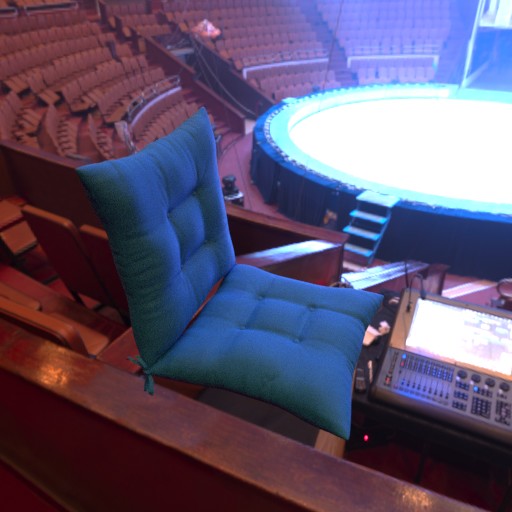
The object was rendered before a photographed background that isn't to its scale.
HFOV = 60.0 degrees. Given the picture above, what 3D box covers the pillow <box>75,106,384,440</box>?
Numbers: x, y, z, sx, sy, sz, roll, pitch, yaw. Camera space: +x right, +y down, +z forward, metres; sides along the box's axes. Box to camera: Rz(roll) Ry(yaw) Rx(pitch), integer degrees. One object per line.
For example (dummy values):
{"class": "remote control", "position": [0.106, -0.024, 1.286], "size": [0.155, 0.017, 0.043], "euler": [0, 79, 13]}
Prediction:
{"class": "pillow", "position": [0.000, 0.000, 1.036], "size": [0.585, 0.536, 0.541], "euler": [11, 33, 18]}
